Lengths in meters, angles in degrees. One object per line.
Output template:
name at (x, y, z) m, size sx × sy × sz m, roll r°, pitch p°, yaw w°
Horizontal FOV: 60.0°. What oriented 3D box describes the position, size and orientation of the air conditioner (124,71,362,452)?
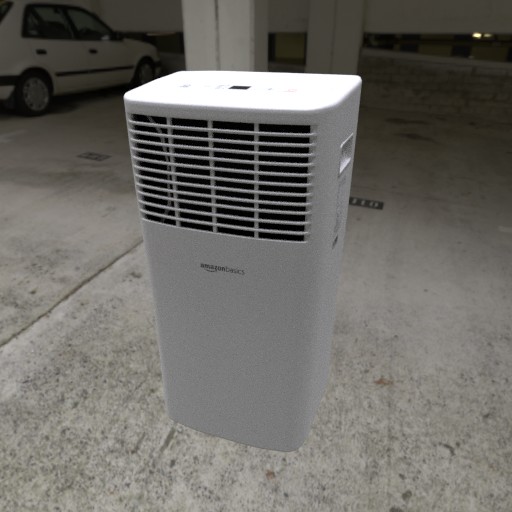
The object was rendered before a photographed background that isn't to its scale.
air conditioner at (0.000, 0.000, 0.803) m, size 0.304 × 0.606 × 0.349 m, roll 9°, pitch 29°, yaw 17°
